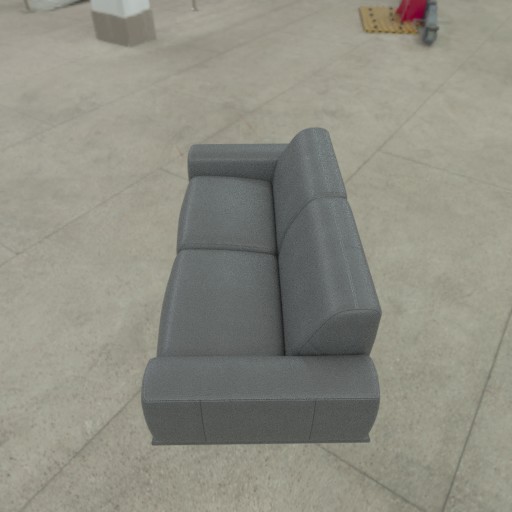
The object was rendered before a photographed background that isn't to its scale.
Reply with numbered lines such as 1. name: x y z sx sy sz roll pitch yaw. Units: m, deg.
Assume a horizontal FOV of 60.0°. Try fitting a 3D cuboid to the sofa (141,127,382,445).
1. sofa: 0.000 0.000 2.357 0.900 0.772 1.901 -1 42 -1
